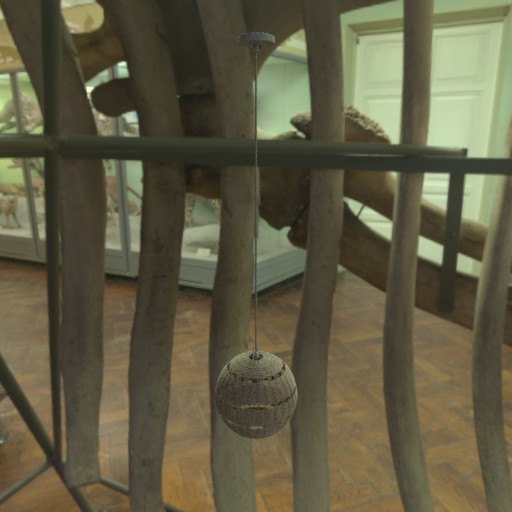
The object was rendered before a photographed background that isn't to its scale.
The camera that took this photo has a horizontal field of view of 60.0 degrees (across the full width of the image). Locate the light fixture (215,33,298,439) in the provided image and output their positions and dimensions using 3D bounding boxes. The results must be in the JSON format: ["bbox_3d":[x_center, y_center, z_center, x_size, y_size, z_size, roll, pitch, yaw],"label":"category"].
[{"bbox_3d":[0.000,0.000,2.235,0.457,2.019,0.457,7,17,26],"label":"light fixture"}]
